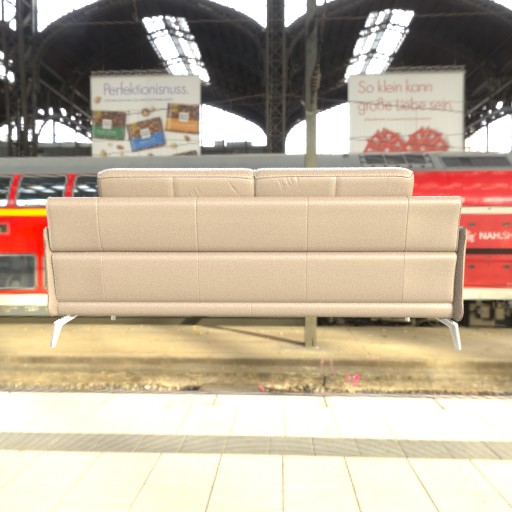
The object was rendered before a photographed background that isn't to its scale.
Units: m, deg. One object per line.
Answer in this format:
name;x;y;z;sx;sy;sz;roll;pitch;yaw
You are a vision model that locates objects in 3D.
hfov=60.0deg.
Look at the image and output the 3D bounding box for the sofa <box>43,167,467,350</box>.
sofa;0.000;0.000;2.580;2.101;0.930;1.049;0;1;1
